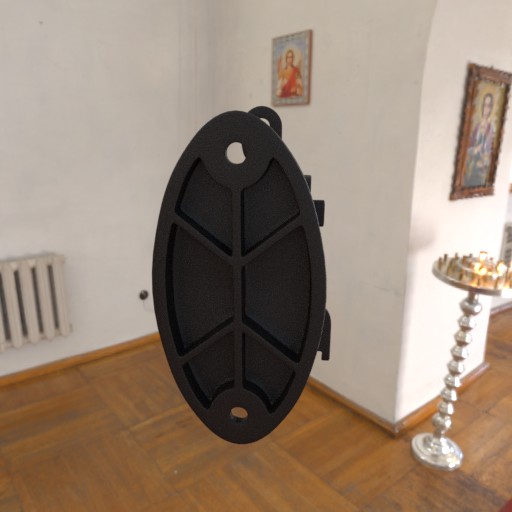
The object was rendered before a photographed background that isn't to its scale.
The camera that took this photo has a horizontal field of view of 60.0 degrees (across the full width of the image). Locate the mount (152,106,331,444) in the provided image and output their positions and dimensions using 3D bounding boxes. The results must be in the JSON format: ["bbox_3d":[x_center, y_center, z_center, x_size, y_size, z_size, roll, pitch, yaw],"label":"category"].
[{"bbox_3d":[0.000,0.000,0.180,0.066,0.118,0.100,2,16,6],"label":"mount"}]
